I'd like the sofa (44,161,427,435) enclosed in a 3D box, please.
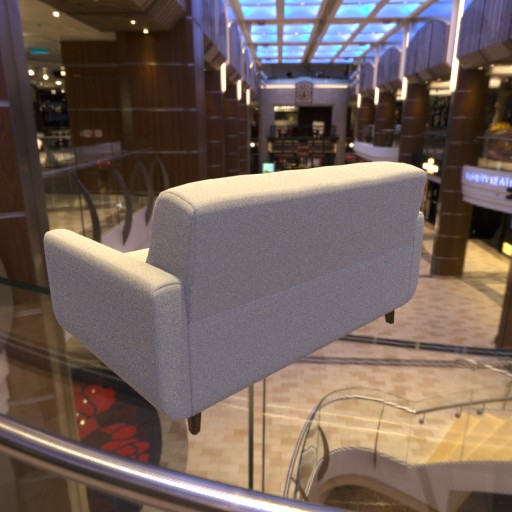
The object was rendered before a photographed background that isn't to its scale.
[{"bbox_3d":[0.000,0.000,2.170,1.655,0.892,0.980,-15,23,-41],"label":"sofa"}]
